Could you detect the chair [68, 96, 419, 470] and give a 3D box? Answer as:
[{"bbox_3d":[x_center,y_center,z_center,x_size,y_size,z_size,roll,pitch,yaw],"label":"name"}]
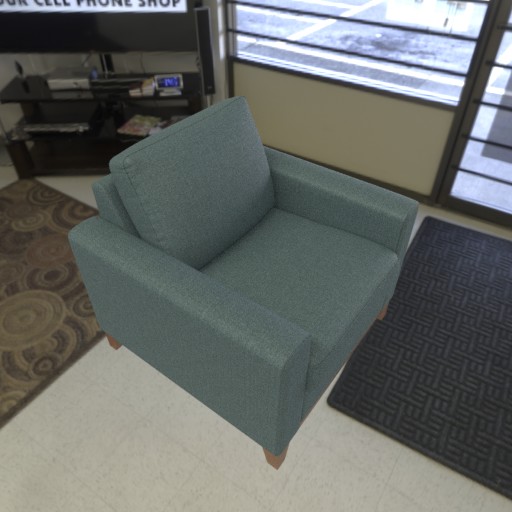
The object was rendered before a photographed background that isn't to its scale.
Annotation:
[{"bbox_3d":[0.000,0.000,1.876,1.038,1.010,1.024,26,48,27],"label":"chair"}]
